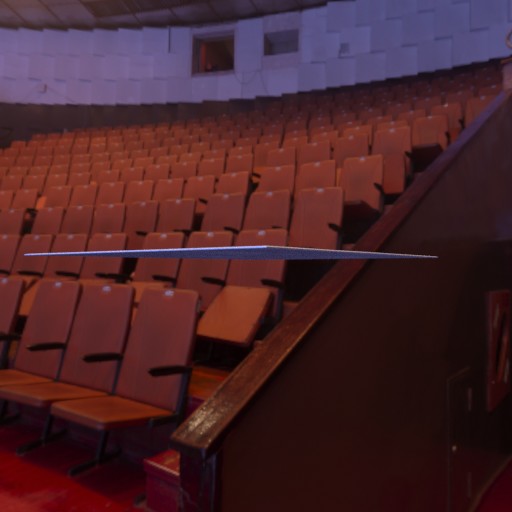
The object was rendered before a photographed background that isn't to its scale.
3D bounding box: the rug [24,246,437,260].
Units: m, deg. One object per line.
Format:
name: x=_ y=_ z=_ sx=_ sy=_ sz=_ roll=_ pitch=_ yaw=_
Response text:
rug: x=0.000 y=0.000 z=3.996 sx=2.363 sy=0.012 sz=2.980 roll=-1 pitch=-2 yaw=37
